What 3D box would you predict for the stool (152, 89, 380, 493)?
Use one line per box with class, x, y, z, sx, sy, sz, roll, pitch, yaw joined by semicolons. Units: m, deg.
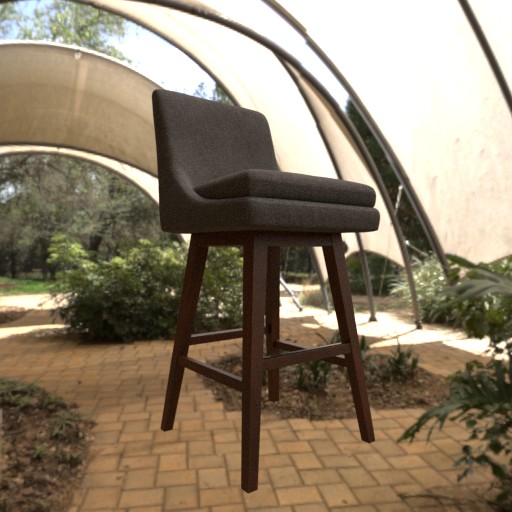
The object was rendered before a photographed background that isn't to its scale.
stool;0.000;0.000;1.342;0.489;1.068;0.572;-1;1;-37
